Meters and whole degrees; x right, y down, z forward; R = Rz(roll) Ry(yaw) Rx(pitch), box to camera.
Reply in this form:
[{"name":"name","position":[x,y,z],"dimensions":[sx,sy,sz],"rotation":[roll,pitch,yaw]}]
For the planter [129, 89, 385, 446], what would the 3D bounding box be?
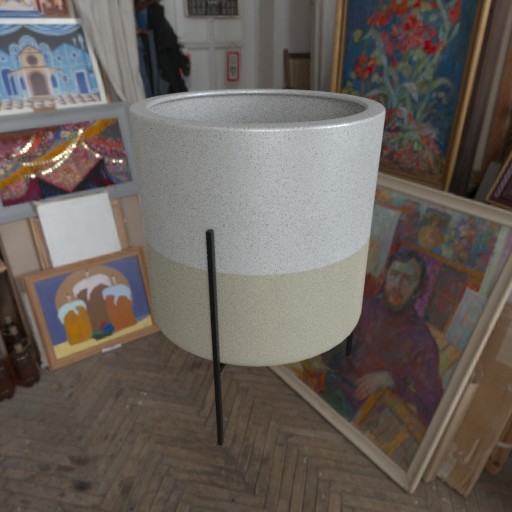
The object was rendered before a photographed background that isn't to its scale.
[{"name":"planter","position":[0.000,0.000,0.736],"dimensions":[0.359,0.484,0.368],"rotation":[8,28,16]}]
